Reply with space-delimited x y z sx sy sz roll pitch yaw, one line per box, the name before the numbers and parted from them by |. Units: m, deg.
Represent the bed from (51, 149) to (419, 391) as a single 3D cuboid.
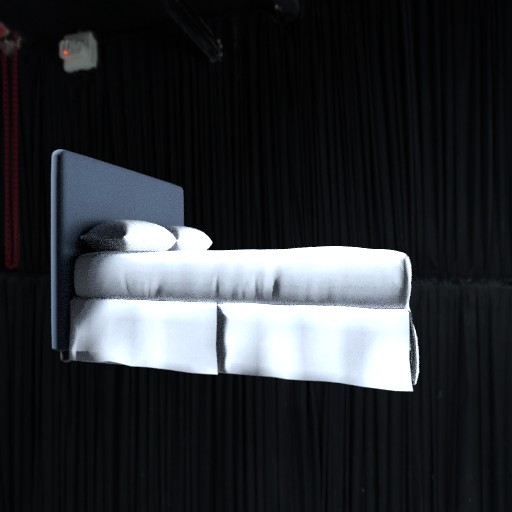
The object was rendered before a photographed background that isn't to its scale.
bed | 0.000 0.000 3.208 2.162 1.330 1.713 0 0 17
